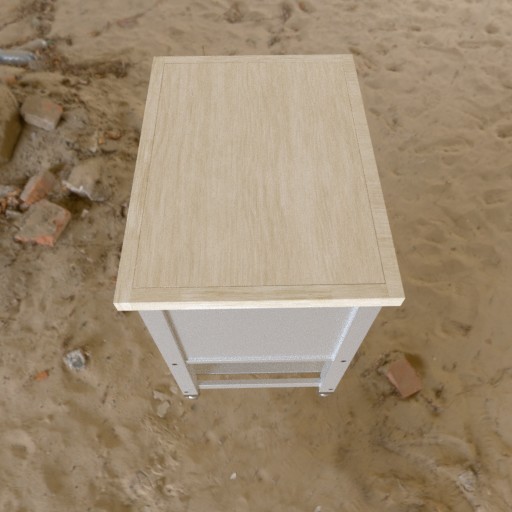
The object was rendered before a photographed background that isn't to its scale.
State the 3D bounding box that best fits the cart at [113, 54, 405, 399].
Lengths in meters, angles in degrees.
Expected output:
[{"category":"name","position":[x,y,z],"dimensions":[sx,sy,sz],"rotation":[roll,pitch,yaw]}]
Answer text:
[{"category":"cart","position":[0.000,0.000,1.435],"dimensions":[0.559,0.914,0.762],"rotation":[-1,58,-1]}]
